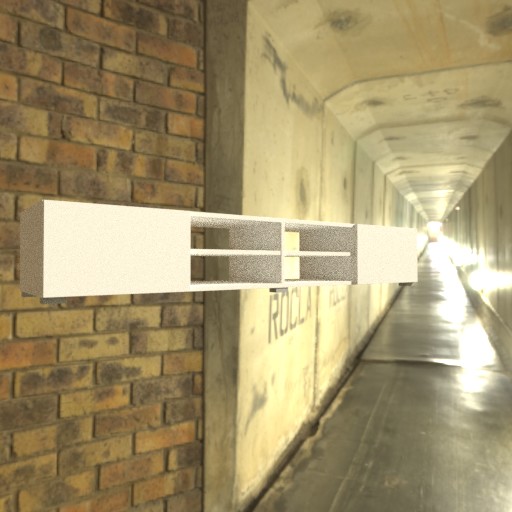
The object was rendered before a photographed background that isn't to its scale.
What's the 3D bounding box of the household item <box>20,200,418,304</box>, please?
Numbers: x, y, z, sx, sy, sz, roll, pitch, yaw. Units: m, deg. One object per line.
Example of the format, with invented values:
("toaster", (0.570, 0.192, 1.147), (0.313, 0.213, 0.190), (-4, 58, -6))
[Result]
("household item", (0.000, 0.000, 2.012), (1.850, 0.310, 0.420), (1, -1, -36))
